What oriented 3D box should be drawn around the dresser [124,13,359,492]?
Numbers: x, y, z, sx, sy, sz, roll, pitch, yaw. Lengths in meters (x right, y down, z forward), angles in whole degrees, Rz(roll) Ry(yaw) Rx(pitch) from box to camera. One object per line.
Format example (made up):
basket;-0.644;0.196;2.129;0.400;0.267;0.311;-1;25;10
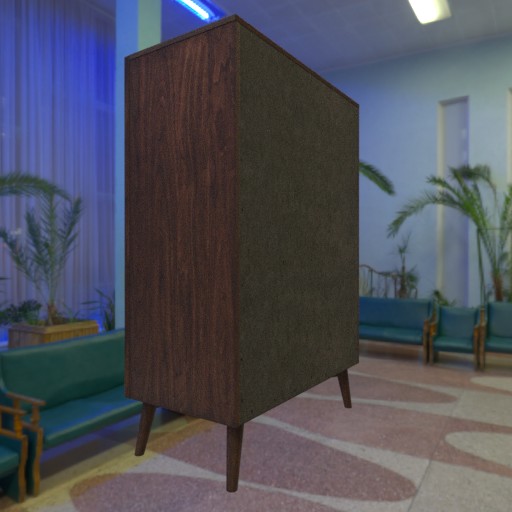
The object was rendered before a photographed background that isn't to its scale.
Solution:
dresser;0.000;0.000;1.766;0.498;1.365;0.919;0;0;35
